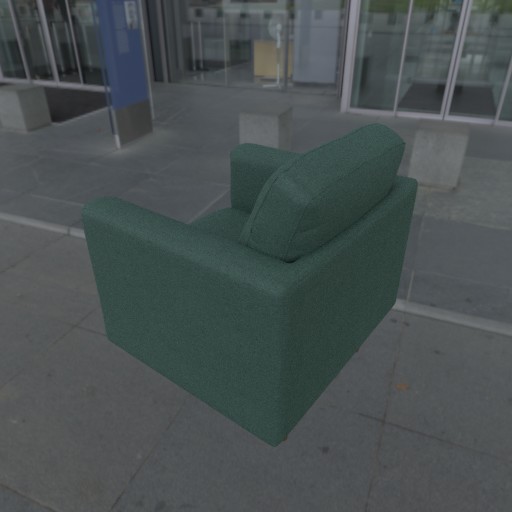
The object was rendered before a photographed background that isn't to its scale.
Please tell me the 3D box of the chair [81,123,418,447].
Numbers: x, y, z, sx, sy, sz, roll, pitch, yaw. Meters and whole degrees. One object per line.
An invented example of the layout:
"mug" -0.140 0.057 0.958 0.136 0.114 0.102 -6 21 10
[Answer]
"chair" 0.000 0.000 1.572 0.800 0.927 0.855 21 37 31
